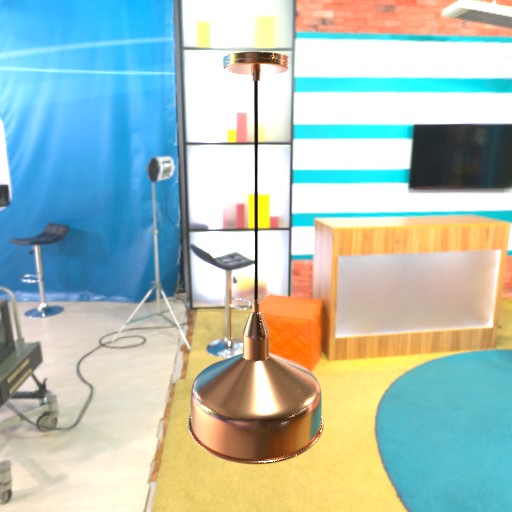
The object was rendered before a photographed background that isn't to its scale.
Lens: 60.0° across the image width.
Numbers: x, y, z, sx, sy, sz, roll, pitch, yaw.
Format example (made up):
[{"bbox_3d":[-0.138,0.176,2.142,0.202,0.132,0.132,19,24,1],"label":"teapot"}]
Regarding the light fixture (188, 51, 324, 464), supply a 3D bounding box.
[{"bbox_3d":[0.000,0.000,0.910,0.301,0.754,0.301,-12,18,-42],"label":"light fixture"}]
